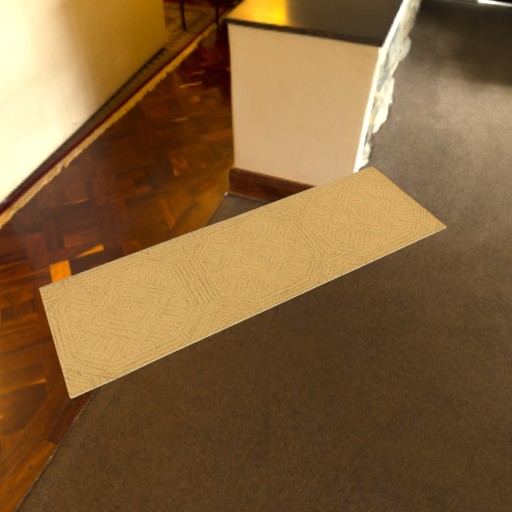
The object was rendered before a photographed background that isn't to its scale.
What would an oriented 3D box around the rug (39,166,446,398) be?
[{"bbox_3d":[0.000,0.000,2.748,2.452,0.012,0.775,-22,51,-19],"label":"rug"}]
